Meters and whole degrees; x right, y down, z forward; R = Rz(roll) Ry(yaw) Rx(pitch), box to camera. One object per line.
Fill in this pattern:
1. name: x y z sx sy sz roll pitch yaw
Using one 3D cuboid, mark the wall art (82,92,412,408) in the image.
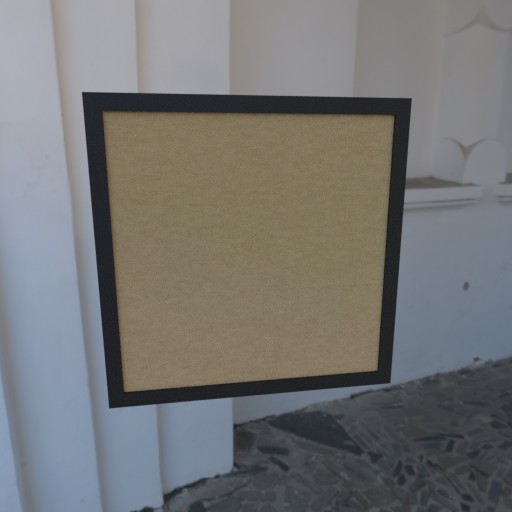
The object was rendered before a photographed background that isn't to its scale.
1. wall art: 0.000 0.000 0.522 0.358 0.357 0.012 -2 13 -9
